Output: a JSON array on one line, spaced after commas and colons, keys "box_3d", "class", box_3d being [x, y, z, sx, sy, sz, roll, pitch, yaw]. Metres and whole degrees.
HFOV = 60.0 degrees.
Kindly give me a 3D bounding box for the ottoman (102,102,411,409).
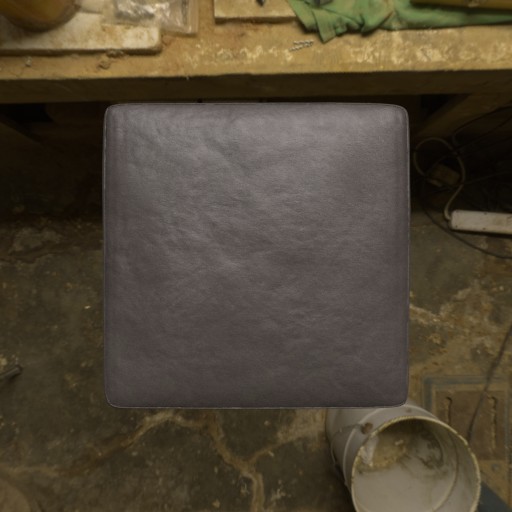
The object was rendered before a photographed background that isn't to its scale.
[{"box_3d": [0.000, 0.000, 1.335, 0.844, 0.415, 0.836, 0, 90, 0], "class": "ottoman"}]
